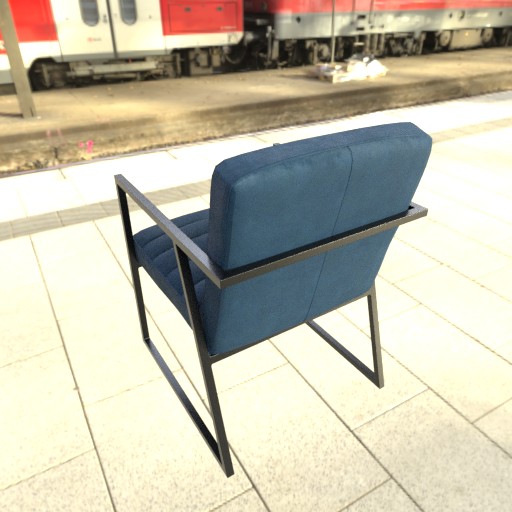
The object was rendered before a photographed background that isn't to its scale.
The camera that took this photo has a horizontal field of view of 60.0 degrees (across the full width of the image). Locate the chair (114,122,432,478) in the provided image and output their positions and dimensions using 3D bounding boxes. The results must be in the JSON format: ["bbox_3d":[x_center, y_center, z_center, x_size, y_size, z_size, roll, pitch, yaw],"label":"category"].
[{"bbox_3d":[0.000,0.000,1.274,0.571,0.833,0.677,-18,36,-27],"label":"chair"}]
